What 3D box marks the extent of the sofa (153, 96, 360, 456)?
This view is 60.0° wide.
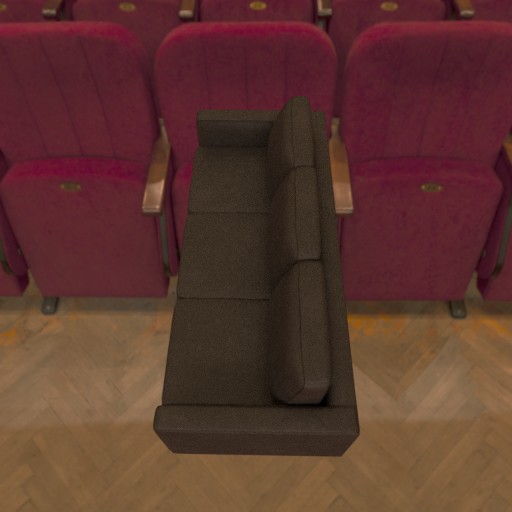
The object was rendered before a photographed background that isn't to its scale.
[{"bbox_3d":[0.000,0.000,2.541,0.879,0.899,2.029,1,56,1],"label":"sofa"}]
